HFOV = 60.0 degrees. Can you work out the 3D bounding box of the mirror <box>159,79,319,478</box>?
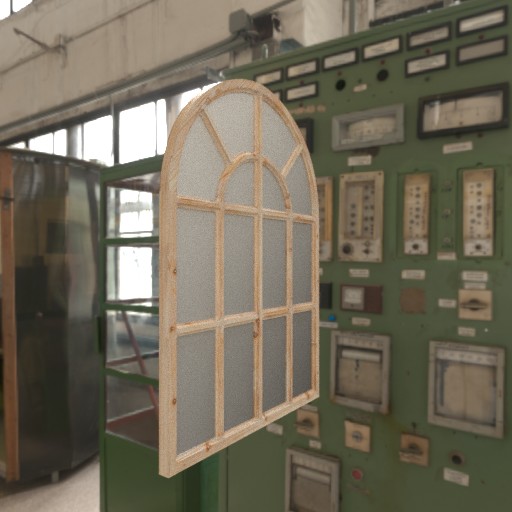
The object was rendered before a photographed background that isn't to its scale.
[{"bbox_3d":[0.000,0.000,1.194,0.032,0.920,0.660,0,0,36],"label":"mirror"}]
